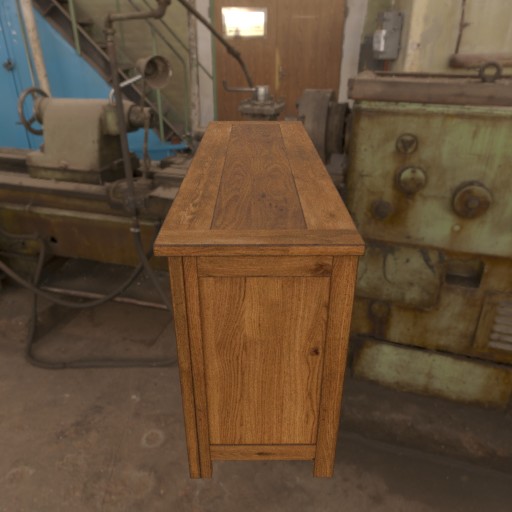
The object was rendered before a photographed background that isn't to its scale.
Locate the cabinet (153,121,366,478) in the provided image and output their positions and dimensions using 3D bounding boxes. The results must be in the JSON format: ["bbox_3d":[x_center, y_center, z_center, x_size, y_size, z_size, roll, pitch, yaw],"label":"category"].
[{"bbox_3d":[0.000,0.000,1.823,0.480,0.813,1.474,0,27,0],"label":"cabinet"}]
